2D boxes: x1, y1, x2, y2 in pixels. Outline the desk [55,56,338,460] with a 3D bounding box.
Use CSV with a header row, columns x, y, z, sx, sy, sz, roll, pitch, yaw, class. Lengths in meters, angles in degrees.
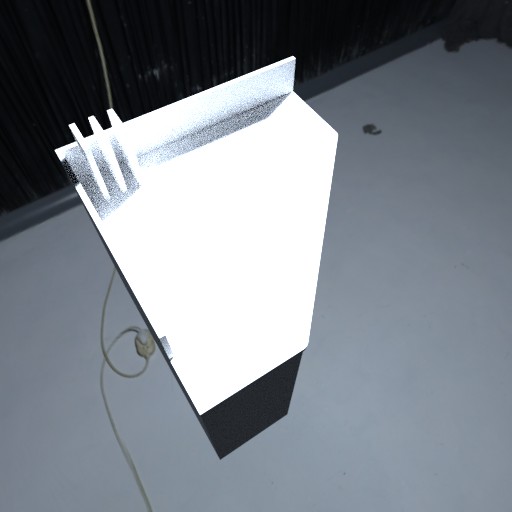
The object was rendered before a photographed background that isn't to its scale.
x,y,z,sx,sy,sz,roll,pitch,yaw,class
0.000,0.000,1.699,0.940,0.986,0.940,-28,62,-17,desk
